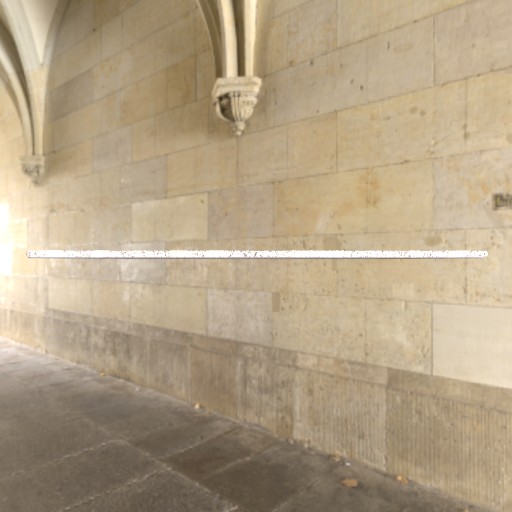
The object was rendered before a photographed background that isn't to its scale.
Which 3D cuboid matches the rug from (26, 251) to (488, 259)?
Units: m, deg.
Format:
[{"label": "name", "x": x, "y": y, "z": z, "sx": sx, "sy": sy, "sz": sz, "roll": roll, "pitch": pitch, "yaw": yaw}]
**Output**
[{"label": "rug", "x": 0.000, "y": 0.000, "z": 2.118, "sx": 1.600, "sy": 0.025, "sz": 1.200, "roll": 0, "pitch": -1, "yaw": -1}]
